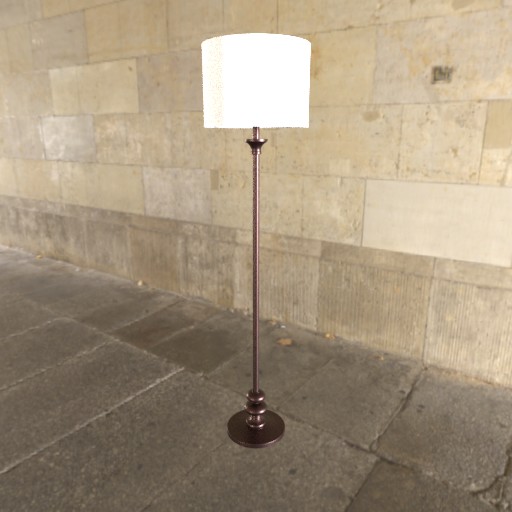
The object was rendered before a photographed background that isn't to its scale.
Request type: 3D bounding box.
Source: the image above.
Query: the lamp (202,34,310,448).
[{"bbox_3d":[0.000,0.000,1.647,0.356,1.487,0.356,-2,15,-8],"label":"lamp"}]
